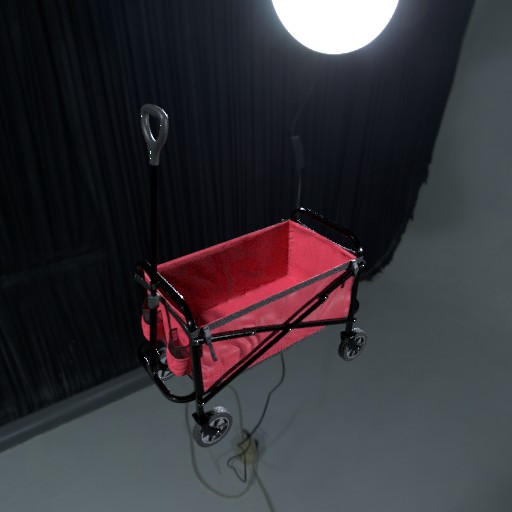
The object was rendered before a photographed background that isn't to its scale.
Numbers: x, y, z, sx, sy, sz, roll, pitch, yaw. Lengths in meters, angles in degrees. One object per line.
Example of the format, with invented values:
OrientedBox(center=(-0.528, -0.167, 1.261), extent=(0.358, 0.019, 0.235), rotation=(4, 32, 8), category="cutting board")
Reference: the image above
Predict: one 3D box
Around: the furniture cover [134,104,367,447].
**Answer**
OrientedBox(center=(0.000, 0.000, 1.818), extent=(1.038, 1.295, 0.532), rotation=(-21, 37, -30), category="furniture cover")
